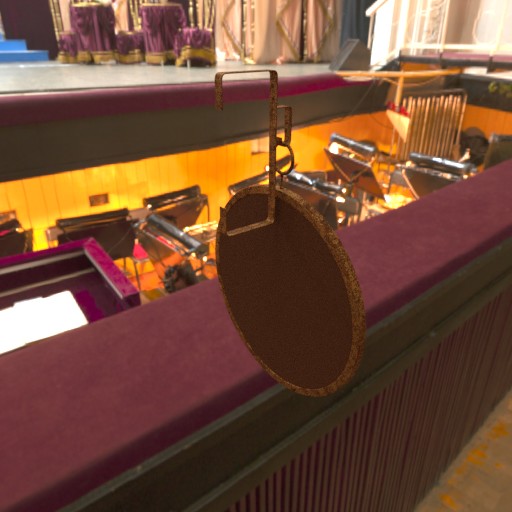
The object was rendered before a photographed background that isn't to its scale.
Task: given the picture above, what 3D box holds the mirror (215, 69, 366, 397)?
[{"bbox_3d":[0.000,0.000,0.841,0.144,0.651,0.447,-19,32,-33],"label":"mirror"}]
